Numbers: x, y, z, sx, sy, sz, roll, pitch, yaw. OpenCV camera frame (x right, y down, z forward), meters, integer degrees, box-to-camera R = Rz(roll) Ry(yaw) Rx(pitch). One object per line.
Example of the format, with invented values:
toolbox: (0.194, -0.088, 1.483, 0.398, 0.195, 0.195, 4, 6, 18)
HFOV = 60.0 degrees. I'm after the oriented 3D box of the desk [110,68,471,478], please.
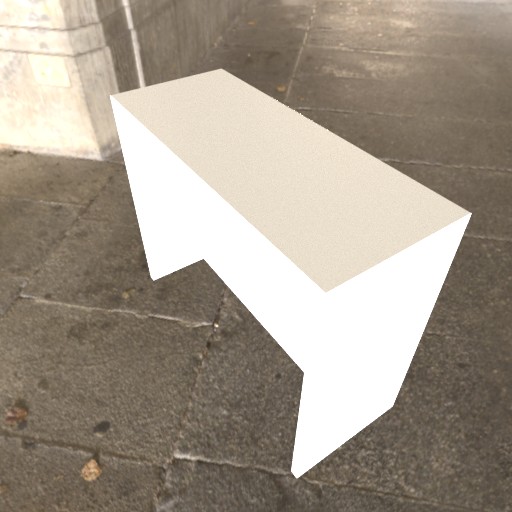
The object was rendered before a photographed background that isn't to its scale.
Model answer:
desk: (0.000, 0.000, 1.409, 0.400, 0.790, 1.000, -25, 48, -25)
